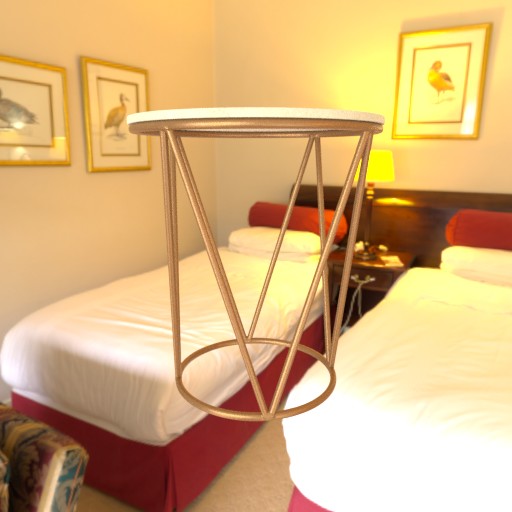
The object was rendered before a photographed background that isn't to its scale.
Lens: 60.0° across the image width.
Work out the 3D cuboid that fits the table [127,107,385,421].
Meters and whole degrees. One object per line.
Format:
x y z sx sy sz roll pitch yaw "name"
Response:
0.000 0.000 0.955 0.500 0.564 0.500 0 13 0 "table"
